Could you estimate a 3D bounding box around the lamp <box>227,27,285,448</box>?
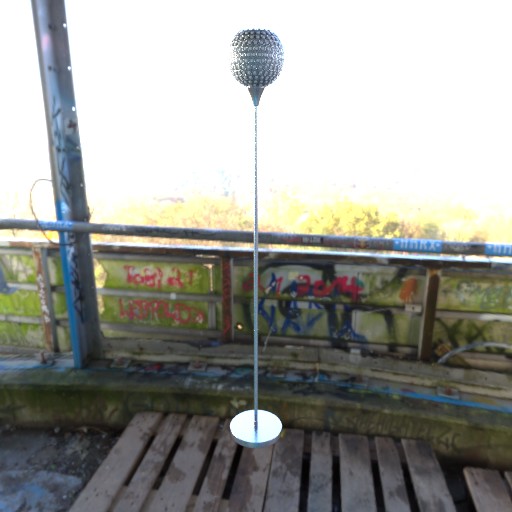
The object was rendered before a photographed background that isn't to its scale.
[{"bbox_3d":[0.000,0.000,1.958,0.254,1.805,0.254,0,16,0],"label":"lamp"}]
